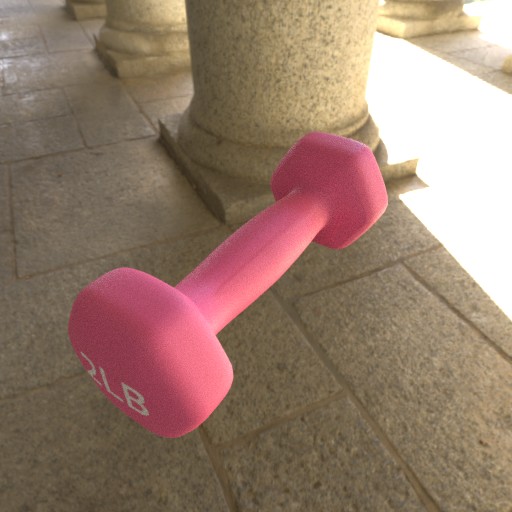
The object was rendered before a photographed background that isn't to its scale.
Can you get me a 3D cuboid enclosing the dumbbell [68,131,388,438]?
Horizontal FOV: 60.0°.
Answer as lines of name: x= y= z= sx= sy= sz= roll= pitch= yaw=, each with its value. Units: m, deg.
dumbbell: x=0.000 y=0.000 z=0.175 sx=0.058 sy=0.053 sz=0.146 roll=25 pitch=46 yaw=27
